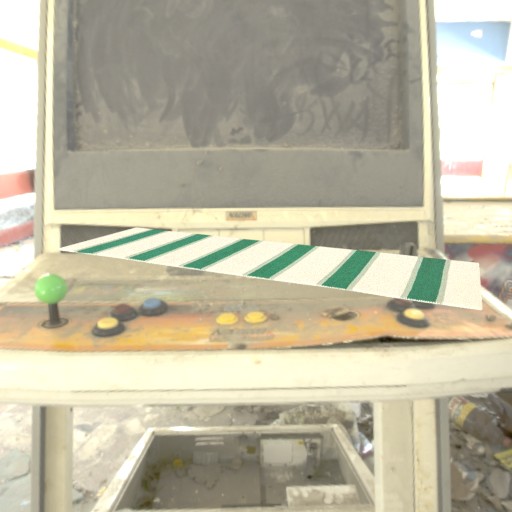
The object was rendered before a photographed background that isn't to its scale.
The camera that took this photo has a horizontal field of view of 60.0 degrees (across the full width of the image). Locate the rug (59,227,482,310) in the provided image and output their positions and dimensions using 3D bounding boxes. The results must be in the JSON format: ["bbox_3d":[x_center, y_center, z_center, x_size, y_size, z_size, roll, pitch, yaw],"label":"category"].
[{"bbox_3d":[0.000,0.000,2.681,2.438,0.012,0.768,7,16,24],"label":"rug"}]
